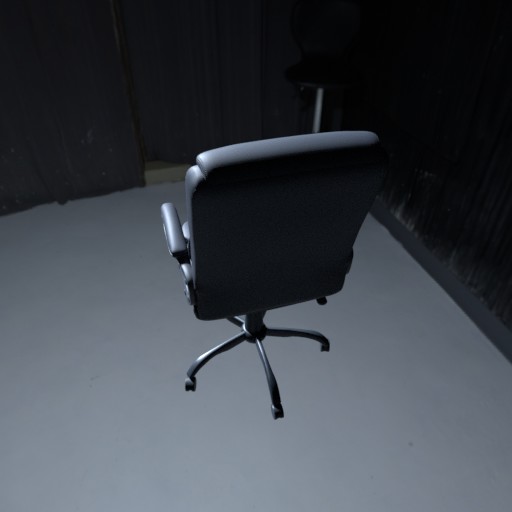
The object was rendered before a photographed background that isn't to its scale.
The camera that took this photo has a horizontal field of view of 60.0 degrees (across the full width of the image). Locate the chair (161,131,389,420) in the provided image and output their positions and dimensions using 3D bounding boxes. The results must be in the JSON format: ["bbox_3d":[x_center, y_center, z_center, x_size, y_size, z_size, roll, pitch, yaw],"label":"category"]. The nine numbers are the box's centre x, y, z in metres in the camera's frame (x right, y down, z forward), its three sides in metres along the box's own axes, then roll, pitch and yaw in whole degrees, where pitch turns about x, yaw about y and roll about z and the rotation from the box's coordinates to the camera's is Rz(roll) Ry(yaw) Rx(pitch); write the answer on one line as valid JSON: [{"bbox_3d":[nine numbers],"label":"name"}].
[{"bbox_3d":[0.000,0.000,1.496,0.615,1.072,0.655,-10,41,-12],"label":"chair"}]
